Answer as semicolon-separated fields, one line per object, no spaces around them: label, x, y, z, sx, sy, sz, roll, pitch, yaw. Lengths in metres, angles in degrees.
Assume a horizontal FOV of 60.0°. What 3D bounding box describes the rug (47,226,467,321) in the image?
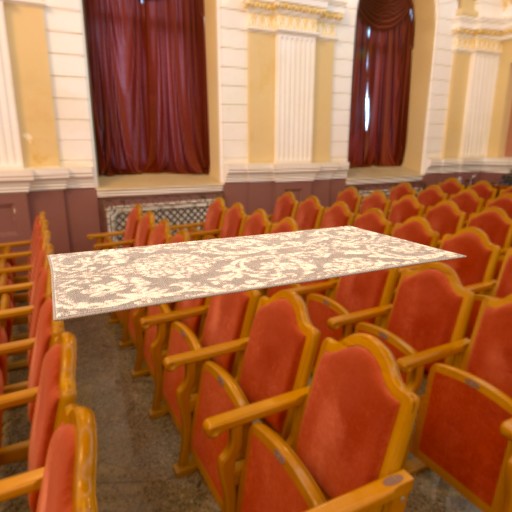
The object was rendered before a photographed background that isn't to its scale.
rug;0.000;0.000;1.431;1.219;0.007;0.604;-7;16;-25
